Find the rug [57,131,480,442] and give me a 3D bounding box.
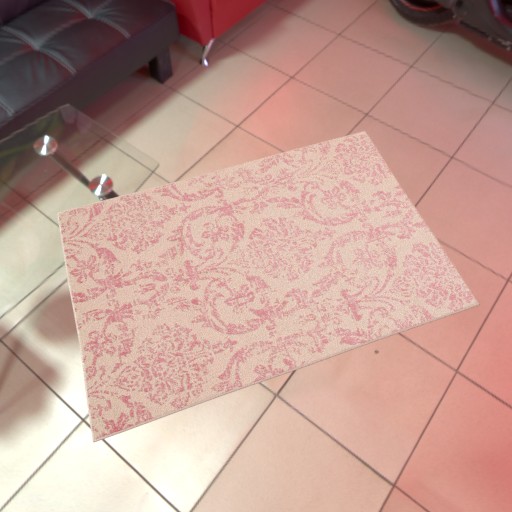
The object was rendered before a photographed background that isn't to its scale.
[{"bbox_3d":[0.000,0.000,2.249,1.839,0.012,1.219,-17,61,-10],"label":"rug"}]
